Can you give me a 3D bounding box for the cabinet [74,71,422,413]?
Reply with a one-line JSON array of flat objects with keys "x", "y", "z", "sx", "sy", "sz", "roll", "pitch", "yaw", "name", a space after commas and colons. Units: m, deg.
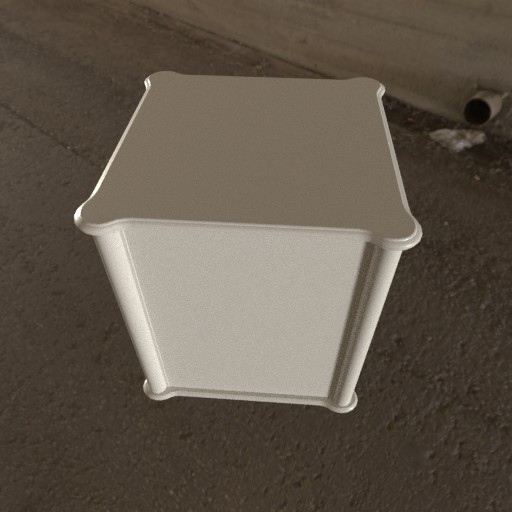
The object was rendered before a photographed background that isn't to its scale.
[{"x": 0.000, "y": 0.000, "z": 1.240, "sx": 0.628, "sy": 0.761, "sz": 0.627, "roll": 3, "pitch": 47, "yaw": 3, "name": "cabinet"}]
